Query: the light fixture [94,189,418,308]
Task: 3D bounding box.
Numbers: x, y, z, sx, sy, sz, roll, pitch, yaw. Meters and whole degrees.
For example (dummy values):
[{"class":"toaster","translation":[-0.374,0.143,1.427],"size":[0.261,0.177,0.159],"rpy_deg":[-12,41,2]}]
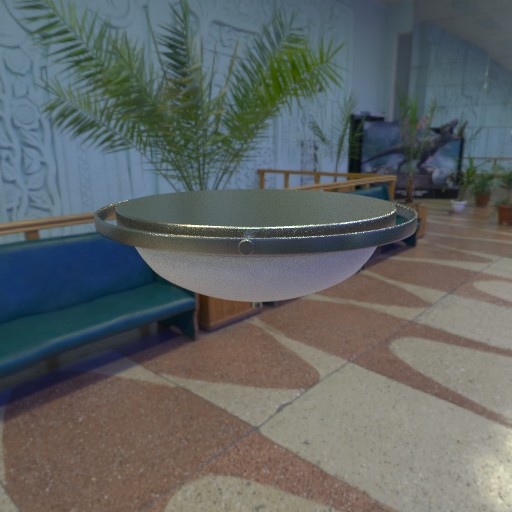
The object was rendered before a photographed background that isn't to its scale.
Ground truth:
[{"class":"light fixture","translation":[0.000,0.000,0.539],"size":[0.361,0.130,0.361],"rpy_deg":[0,14,0]}]
